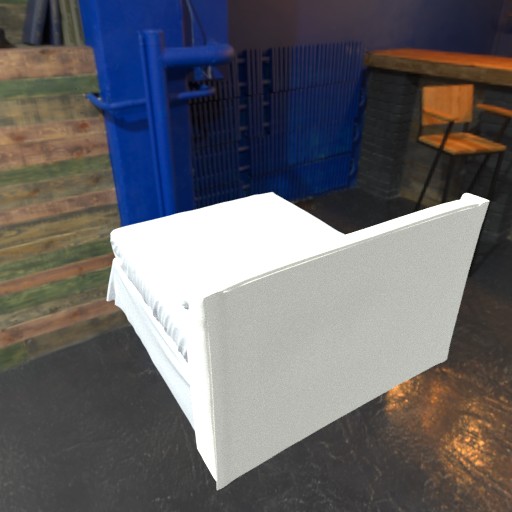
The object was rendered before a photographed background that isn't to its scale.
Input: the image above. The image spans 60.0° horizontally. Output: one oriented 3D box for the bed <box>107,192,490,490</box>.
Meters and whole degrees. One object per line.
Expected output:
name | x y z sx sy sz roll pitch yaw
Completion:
bed | 0.000 0.000 3.353 1.925 1.332 2.276 -17 34 -27
